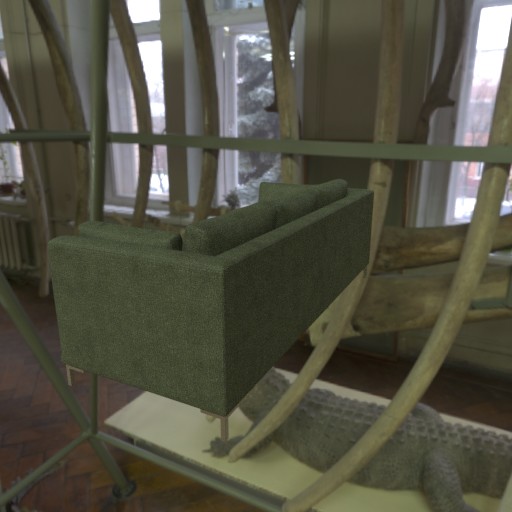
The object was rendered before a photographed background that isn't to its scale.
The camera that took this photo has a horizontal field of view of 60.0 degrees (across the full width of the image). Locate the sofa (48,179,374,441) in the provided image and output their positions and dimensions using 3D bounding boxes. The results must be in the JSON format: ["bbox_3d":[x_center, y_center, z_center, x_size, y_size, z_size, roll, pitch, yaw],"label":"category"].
[{"bbox_3d":[0.000,0.000,2.939,0.969,0.867,2.415,8,18,26],"label":"sofa"}]
